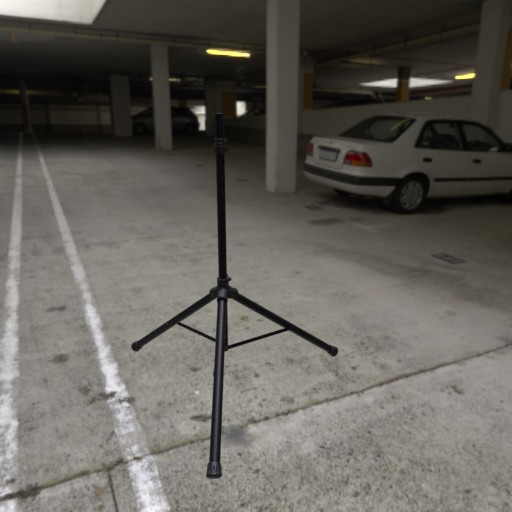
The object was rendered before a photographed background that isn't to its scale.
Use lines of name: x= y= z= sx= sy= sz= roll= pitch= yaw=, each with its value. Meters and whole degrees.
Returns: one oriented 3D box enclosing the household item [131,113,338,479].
household item: x=0.000 y=0.000 z=1.863 sx=0.907 sy=1.136 sz=1.045 roll=-8 pitch=17 yaw=-26
